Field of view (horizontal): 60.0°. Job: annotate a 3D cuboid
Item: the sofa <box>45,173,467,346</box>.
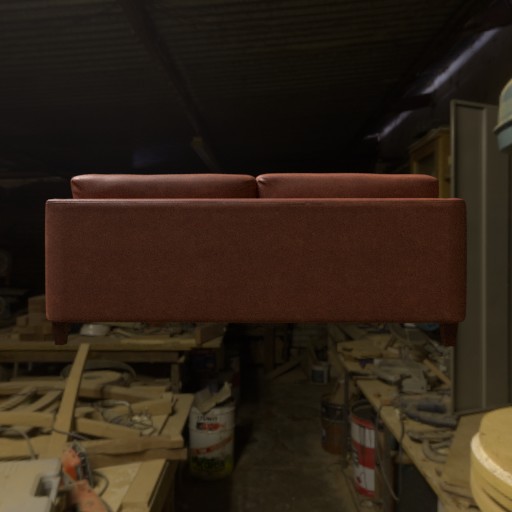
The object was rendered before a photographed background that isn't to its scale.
[{"bbox_3d":[0.000,0.000,2.748,2.204,0.932,0.950,0,1,1],"label":"sofa"}]
